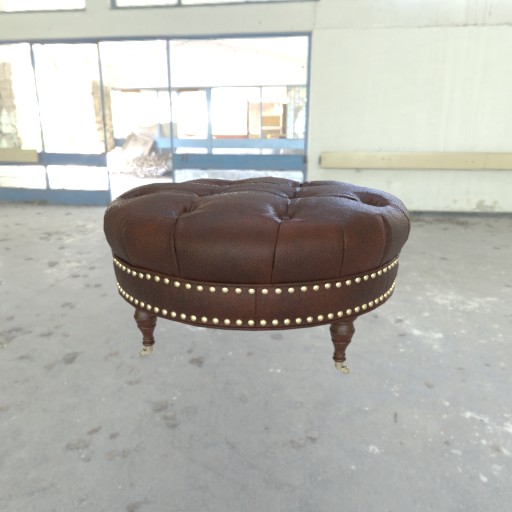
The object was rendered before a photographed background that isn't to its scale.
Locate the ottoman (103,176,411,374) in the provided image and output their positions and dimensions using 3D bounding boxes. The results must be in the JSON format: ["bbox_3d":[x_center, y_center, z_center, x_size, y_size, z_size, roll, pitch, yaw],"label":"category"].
[{"bbox_3d":[0.000,0.000,1.393,0.901,0.455,0.901,0,16,0],"label":"ottoman"}]
